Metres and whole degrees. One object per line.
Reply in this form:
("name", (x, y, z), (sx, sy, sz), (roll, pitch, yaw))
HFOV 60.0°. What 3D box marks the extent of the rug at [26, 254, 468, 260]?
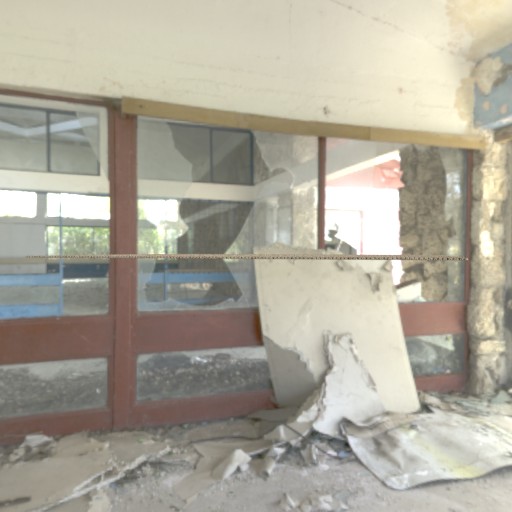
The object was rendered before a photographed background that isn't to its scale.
("rug", (0.000, 0.000, 3.032), (2.439, 0.011, 1.533), (0, 1, 18))
